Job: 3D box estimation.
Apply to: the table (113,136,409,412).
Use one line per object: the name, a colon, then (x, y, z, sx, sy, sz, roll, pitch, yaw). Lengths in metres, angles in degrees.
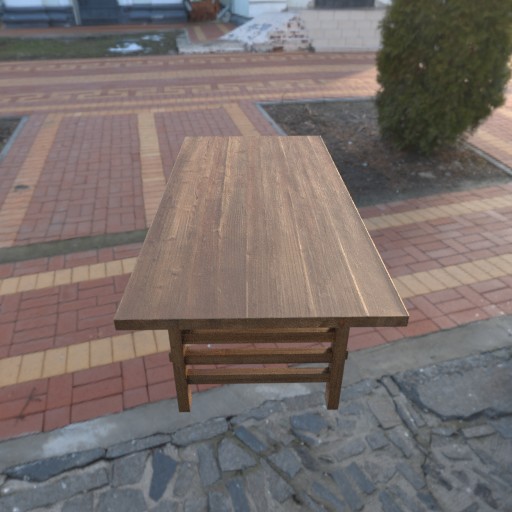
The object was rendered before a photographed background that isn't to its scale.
table: (0.000, 0.000, 2.472, 0.952, 0.760, 2.003, -1, 31, -1)
